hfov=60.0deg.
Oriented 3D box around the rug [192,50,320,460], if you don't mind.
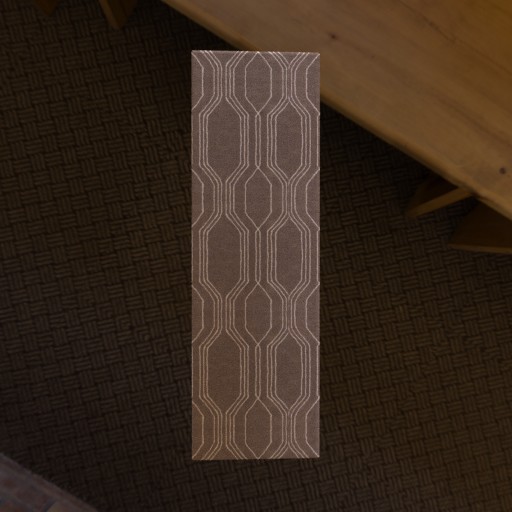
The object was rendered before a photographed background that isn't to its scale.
[{"bbox_3d":[0.000,0.000,2.682,0.773,0.012,2.464,0,90,-2],"label":"rug"}]
